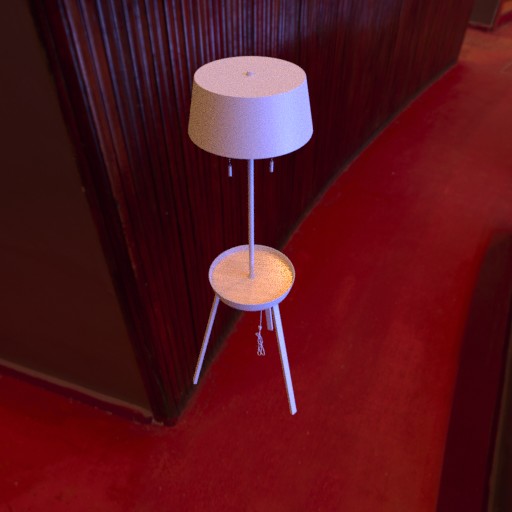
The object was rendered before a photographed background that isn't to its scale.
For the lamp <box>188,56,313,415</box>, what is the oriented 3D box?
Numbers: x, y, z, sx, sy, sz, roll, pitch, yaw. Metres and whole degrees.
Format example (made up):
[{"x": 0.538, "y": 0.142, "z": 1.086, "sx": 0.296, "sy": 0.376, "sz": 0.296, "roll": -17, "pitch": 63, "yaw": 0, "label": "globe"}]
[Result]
[{"x": 0.000, "y": 0.000, "z": 1.707, "sx": 0.508, "sy": 1.429, "sz": 0.468, "roll": 13, "pitch": 44, "yaw": 14, "label": "lamp"}]
